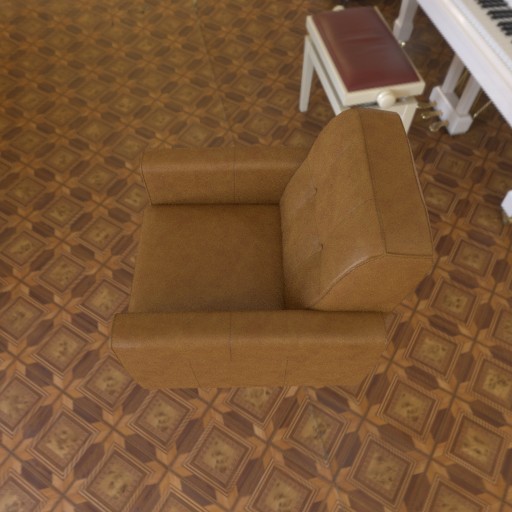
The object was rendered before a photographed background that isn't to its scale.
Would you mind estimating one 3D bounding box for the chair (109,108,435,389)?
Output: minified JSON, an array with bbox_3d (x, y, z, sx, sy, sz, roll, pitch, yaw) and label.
[{"bbox_3d":[0.000,0.000,1.668,0.942,0.968,0.845,0,58,0],"label":"chair"}]
